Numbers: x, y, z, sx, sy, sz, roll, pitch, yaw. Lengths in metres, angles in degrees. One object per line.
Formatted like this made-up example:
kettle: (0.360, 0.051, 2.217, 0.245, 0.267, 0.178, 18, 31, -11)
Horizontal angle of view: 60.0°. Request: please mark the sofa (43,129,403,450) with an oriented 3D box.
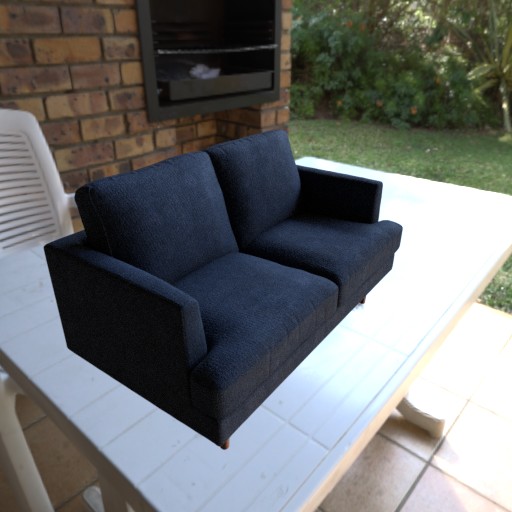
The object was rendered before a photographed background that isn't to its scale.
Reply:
sofa: (0.000, 0.000, 2.110, 0.903, 0.944, 1.582, 18, 32, 32)
